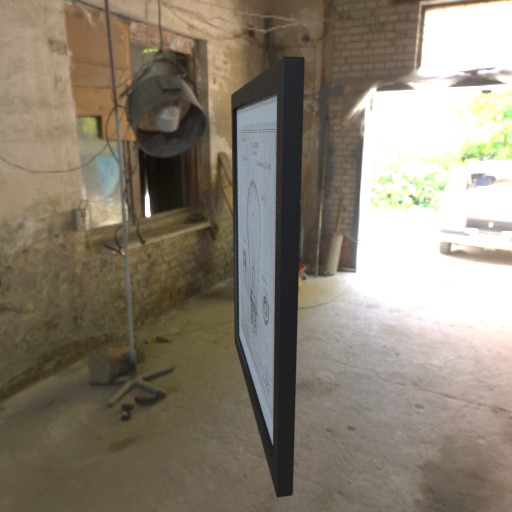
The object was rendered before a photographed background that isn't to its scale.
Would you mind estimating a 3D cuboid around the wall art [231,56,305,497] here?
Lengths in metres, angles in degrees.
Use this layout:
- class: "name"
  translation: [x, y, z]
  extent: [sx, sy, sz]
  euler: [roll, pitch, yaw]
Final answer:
- class: "wall art"
  translation: [0.000, 0.000, 0.692]
  extent: [0.021, 0.509, 0.430]
  euler: [-3, 16, -9]
